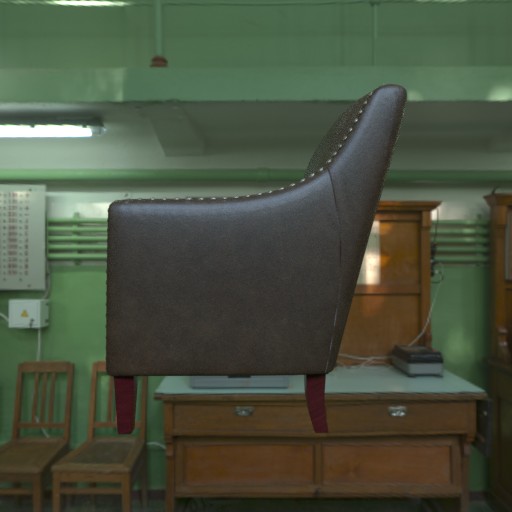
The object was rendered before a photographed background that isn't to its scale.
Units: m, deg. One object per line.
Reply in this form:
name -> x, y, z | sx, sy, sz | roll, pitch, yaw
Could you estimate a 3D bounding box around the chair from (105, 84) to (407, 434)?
chair -> 0.000, 0.000, 1.307 | 0.704, 0.813, 0.639 | 0, 0, -1
